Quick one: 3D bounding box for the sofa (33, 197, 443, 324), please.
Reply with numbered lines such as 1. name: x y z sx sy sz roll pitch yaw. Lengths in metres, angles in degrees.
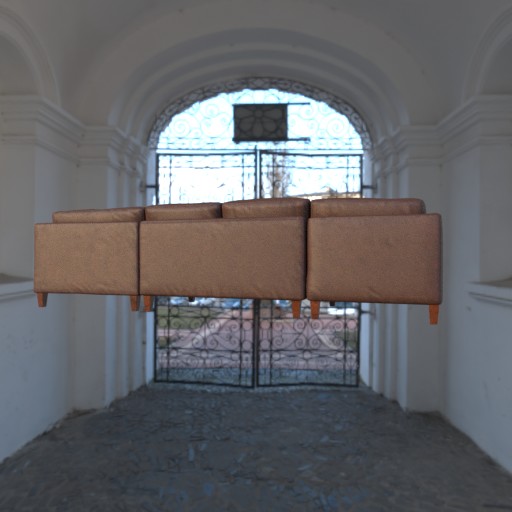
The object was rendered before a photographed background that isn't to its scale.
1. sofa: 0.000 0.000 4.679 3.460 0.923 2.593 0 0 18
